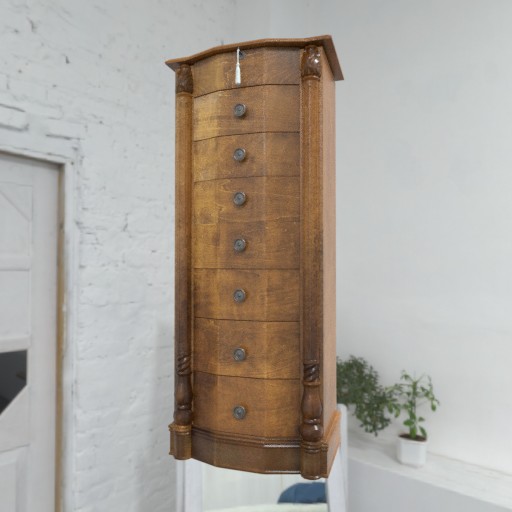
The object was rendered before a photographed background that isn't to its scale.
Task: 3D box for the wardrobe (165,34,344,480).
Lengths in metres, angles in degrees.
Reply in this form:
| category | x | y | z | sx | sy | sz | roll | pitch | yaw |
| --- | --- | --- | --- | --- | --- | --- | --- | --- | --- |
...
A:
| category | x | y | z | sx | sy | sz | roll | pitch | yaw |
| --- | --- | --- | --- | --- | --- | --- | --- | --- | --- |
| wardrobe | 0.000 | 0.000 | 1.104 | 0.406 | 0.959 | 0.273 | 0 | -1 | 18 |
